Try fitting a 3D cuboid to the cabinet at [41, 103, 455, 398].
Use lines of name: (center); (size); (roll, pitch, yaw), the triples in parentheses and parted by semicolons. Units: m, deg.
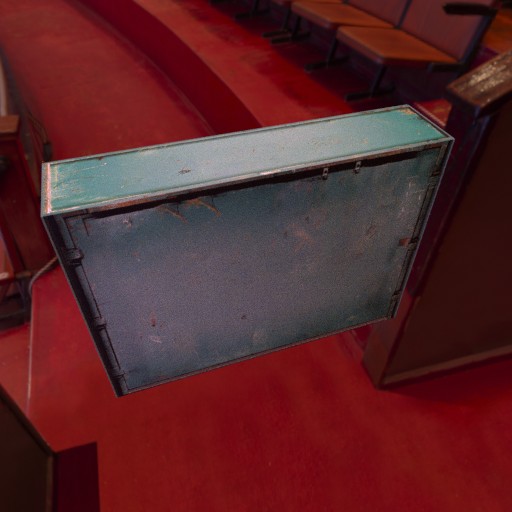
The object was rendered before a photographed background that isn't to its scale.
cabinet: (0.000, 0.000, 4.027); (3.001, 2.160, 0.680); (-13, 45, -14)
